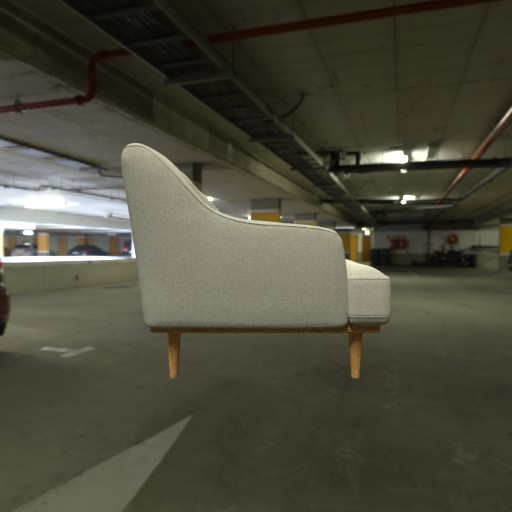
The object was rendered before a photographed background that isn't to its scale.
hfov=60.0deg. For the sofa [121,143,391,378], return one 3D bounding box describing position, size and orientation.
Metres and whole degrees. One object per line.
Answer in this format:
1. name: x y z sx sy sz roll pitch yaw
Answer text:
1. sofa: 0.000 0.000 2.570 0.978 0.871 2.057 0 1 0
